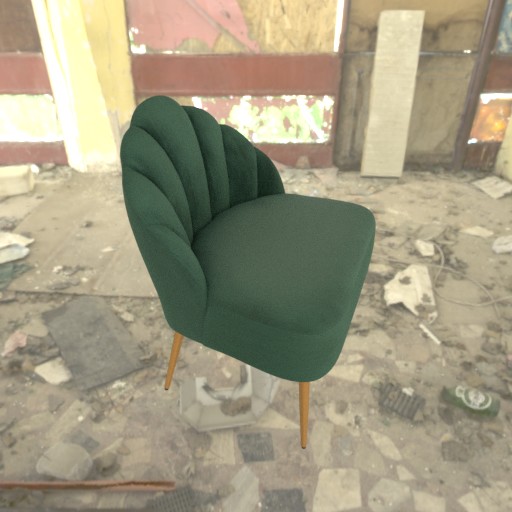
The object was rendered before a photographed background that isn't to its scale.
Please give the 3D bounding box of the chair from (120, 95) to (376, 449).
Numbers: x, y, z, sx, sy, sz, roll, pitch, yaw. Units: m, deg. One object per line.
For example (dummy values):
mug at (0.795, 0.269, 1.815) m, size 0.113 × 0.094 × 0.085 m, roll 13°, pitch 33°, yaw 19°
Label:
chair at (0.000, 0.000, 1.250) m, size 0.599 × 0.819 × 0.657 m, roll 12°, pitch 33°, yaw 18°
